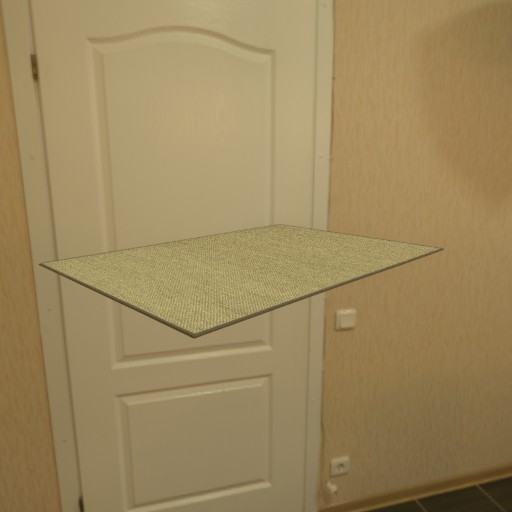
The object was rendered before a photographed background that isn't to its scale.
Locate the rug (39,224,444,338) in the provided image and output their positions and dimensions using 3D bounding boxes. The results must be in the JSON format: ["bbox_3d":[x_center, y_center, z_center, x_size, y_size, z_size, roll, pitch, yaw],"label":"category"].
[{"bbox_3d":[0.000,0.000,2.829,2.133,0.012,1.523,-13,18,-43],"label":"rug"}]
